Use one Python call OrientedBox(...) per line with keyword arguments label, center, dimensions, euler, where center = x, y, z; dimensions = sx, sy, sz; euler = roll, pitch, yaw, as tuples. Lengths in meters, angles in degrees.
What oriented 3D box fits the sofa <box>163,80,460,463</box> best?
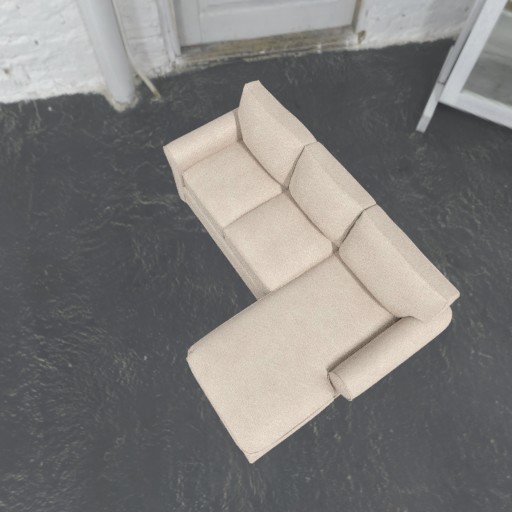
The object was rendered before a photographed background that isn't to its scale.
OrientedBox(label="sofa", center=(0.000, 0.000, 2.428), dimensions=(1.226, 0.734, 1.770), euler=(-32, 68, -14))
